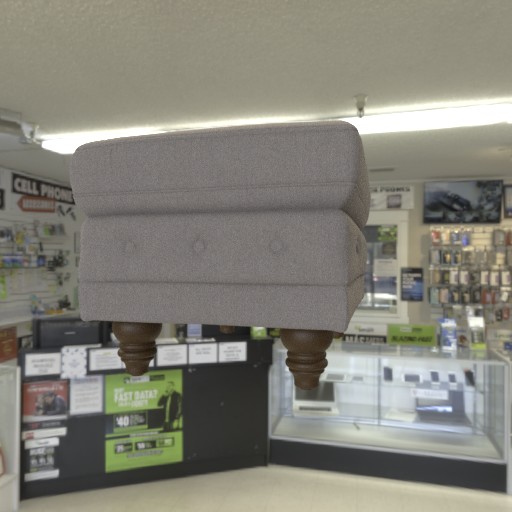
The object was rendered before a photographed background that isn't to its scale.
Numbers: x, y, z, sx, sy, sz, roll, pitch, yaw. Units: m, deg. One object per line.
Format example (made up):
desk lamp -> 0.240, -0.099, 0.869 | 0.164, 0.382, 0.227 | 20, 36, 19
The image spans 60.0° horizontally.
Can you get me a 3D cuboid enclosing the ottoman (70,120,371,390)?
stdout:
ottoman -> 0.000, 0.000, 1.148 | 0.569, 0.500, 0.771 | 0, -1, 16
